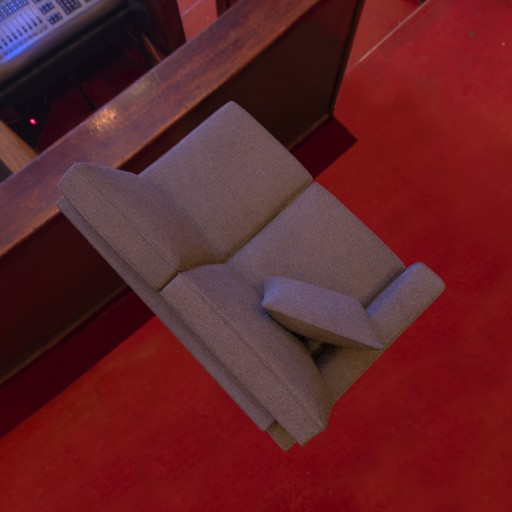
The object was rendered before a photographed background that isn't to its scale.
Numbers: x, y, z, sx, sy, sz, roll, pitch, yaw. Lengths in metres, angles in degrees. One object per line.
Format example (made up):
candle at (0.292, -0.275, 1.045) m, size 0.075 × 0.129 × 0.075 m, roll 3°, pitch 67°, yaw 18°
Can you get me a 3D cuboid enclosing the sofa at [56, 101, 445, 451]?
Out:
sofa at (0.000, 0.000, 2.083) m, size 0.991 × 0.989 × 1.388 m, roll -43°, pitch 81°, yaw -9°
